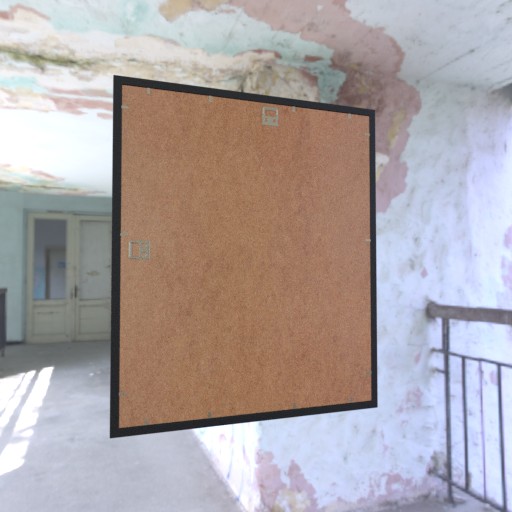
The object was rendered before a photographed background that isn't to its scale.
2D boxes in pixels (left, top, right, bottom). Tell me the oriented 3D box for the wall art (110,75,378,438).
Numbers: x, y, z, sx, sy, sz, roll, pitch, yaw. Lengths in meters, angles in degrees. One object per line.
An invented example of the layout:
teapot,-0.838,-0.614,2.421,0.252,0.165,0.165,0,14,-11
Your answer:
wall art,0.000,0.000,0.901,0.559,0.660,0.018,1,-2,-19
